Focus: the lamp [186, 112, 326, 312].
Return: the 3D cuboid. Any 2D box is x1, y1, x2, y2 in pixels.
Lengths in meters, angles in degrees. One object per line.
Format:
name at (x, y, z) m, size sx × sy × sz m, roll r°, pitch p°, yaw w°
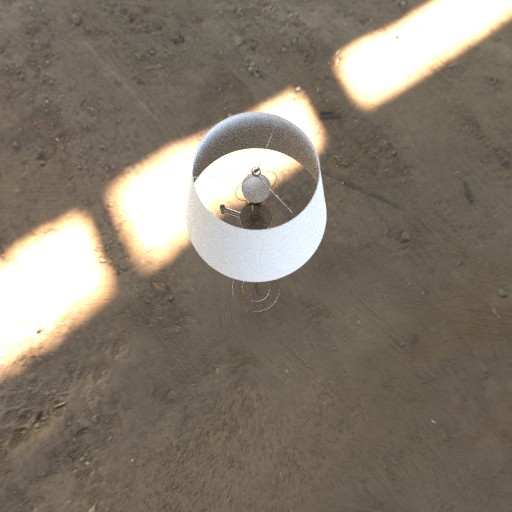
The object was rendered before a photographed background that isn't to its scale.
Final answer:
lamp at (0.000, 0.000, 1.582) m, size 0.355 × 1.473 × 0.355 m, roll 0°, pitch 77°, yaw 0°
